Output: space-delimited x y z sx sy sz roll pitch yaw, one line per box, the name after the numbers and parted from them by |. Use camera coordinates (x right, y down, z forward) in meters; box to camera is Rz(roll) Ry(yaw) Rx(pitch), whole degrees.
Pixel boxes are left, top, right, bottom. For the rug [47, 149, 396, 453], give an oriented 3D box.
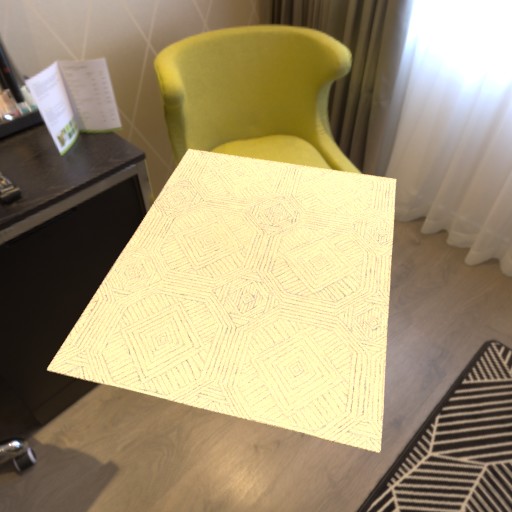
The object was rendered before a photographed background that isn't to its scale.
0.000 0.000 4.117 2.457 0.015 3.049 10 47 10 | rug
